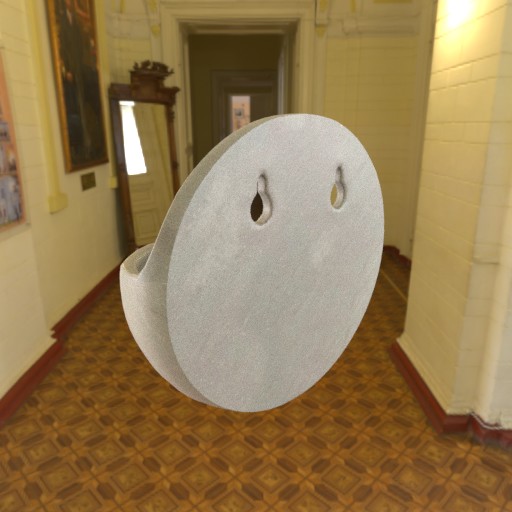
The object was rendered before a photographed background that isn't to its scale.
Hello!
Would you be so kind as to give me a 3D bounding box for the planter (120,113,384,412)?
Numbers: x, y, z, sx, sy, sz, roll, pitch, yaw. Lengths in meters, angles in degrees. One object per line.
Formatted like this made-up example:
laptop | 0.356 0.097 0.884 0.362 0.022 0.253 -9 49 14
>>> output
planter | 0.000 0.000 0.270 0.190 0.164 0.073 -15 22 -43
